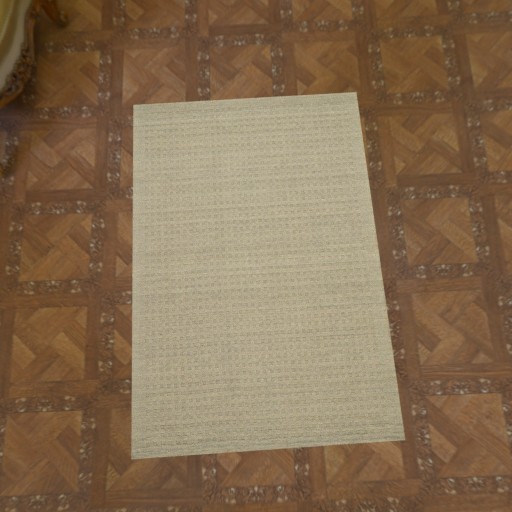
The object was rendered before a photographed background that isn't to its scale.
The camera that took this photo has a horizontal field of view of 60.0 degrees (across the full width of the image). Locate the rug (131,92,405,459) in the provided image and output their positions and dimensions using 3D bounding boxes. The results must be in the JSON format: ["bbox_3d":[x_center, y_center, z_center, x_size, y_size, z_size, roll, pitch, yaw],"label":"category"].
[{"bbox_3d":[0.000,0.000,3.568,1.981,0.006,2.895,-4,75,-1],"label":"rug"}]
